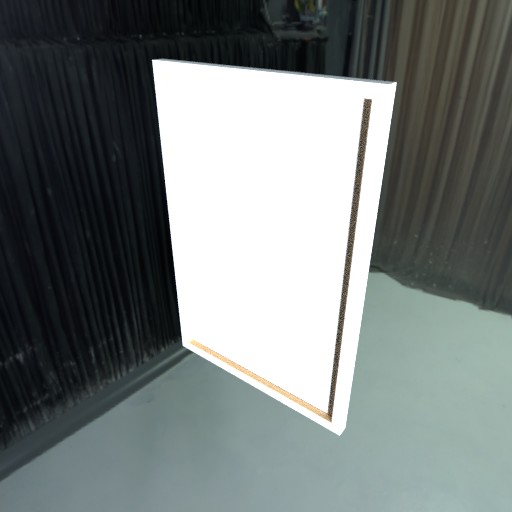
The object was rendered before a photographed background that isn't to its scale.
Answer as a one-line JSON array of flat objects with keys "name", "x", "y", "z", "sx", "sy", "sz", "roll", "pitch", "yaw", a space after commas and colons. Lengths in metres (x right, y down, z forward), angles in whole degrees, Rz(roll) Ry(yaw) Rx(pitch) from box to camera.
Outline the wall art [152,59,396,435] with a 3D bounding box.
[{"name": "wall art", "x": 0.000, "y": 0.000, "z": 1.165, "sx": 0.607, "sy": 0.912, "sz": 0.038, "roll": 21, "pitch": 36, "yaw": 32}]
